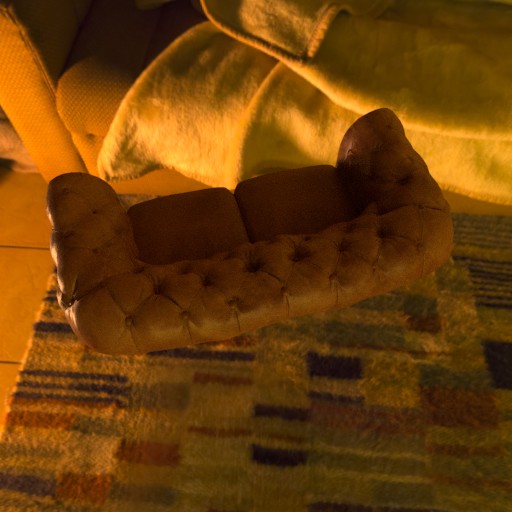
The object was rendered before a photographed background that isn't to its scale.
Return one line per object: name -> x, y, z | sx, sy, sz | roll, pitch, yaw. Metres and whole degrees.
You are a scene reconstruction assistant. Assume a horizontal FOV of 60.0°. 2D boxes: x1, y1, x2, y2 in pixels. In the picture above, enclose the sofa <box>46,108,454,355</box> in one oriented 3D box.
sofa -> 0.000, 0.000, 2.460 | 1.979, 0.877, 1.042 | -14, 59, -8
